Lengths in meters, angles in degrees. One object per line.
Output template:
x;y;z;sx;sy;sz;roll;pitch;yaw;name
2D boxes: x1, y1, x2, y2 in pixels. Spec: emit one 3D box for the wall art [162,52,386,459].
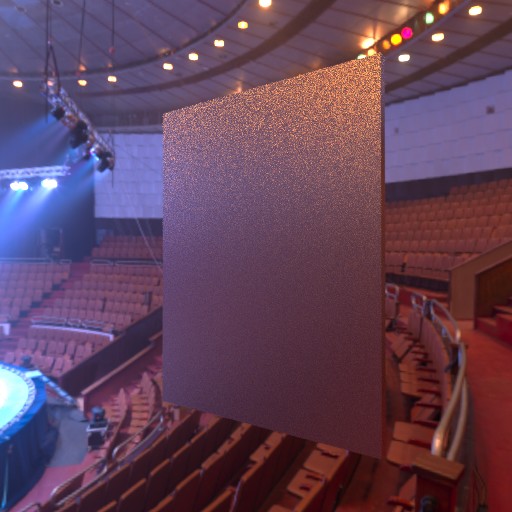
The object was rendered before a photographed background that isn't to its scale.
0.000;0.000;1.390;0.816;1.046;0.030;0;-1;36;wall art
